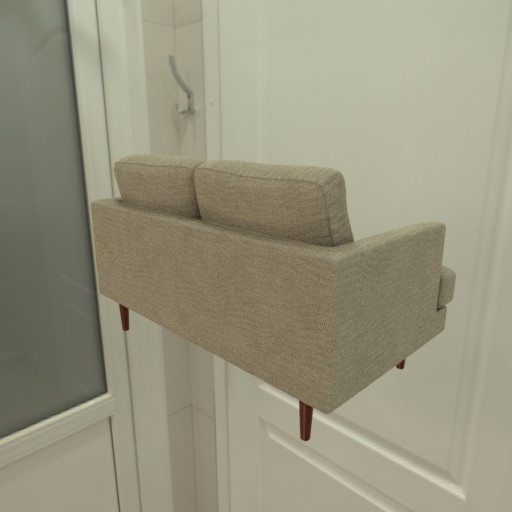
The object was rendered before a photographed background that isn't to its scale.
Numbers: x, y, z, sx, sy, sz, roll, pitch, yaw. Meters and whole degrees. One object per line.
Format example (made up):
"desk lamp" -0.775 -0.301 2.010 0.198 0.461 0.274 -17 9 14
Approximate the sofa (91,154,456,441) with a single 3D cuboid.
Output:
"sofa" 0.000 0.000 2.132 0.903 0.944 1.582 -15 22 -43
